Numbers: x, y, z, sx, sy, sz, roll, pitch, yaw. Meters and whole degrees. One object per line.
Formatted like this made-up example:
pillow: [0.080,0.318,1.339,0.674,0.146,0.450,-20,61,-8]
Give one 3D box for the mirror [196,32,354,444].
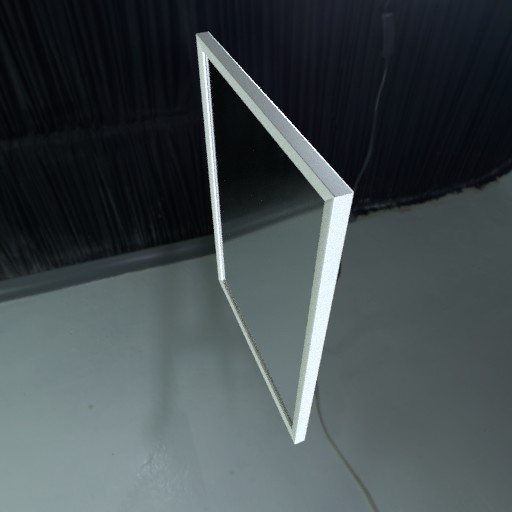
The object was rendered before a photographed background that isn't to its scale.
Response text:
mirror: [0.000,0.000,1.324,0.040,1.016,0.762,-16,48,-15]
